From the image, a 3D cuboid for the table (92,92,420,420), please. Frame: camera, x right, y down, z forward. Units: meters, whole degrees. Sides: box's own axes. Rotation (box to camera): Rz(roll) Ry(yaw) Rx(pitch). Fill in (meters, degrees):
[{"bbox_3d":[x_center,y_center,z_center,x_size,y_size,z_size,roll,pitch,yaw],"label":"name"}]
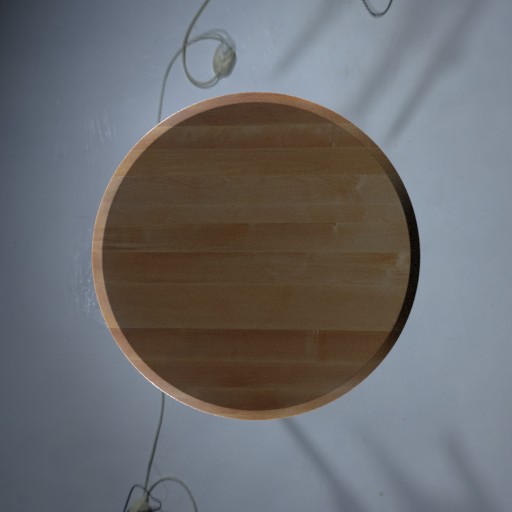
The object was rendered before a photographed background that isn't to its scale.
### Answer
[{"bbox_3d":[0.000,0.000,1.407,0.900,0.400,0.900,0,91,-1],"label":"table"}]
